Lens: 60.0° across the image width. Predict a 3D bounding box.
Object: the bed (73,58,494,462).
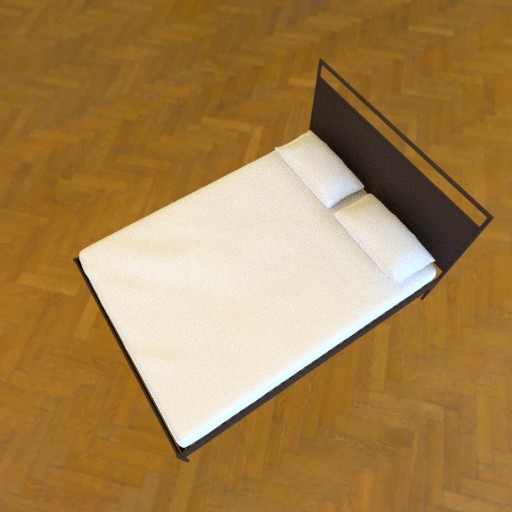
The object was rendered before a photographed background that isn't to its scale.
[{"bbox_3d":[0.000,0.000,2.993,2.122,1.173,1.572,-30,66,-15],"label":"bed"}]
